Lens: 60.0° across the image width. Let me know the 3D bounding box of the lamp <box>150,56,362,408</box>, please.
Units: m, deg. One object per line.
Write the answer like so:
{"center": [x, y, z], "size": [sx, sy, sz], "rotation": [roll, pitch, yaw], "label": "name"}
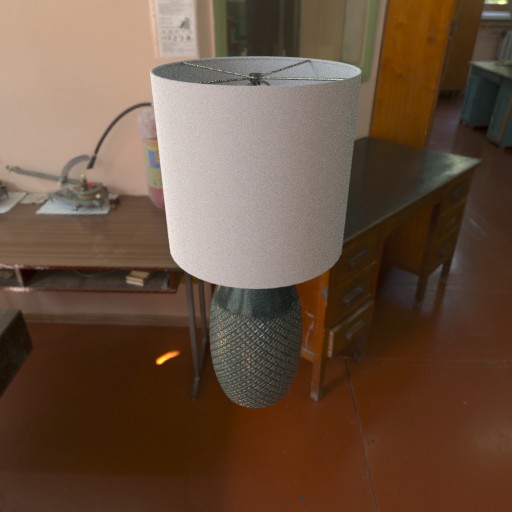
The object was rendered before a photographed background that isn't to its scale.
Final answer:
{"center": [0.000, 0.000, 0.576], "size": [0.217, 0.453, 0.217], "rotation": [20, 36, 30], "label": "lamp"}
